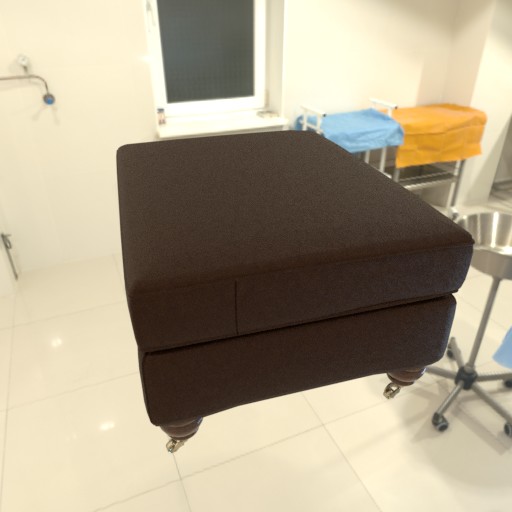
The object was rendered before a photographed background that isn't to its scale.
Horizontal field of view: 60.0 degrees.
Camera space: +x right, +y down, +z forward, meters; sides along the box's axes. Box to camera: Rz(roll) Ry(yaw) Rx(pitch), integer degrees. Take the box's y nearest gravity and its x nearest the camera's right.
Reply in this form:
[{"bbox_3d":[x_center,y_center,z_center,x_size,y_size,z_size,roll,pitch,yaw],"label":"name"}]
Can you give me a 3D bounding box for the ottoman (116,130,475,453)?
[{"bbox_3d":[0.000,0.000,1.753,0.967,0.730,1.187,-8,31,-14],"label":"ottoman"}]
